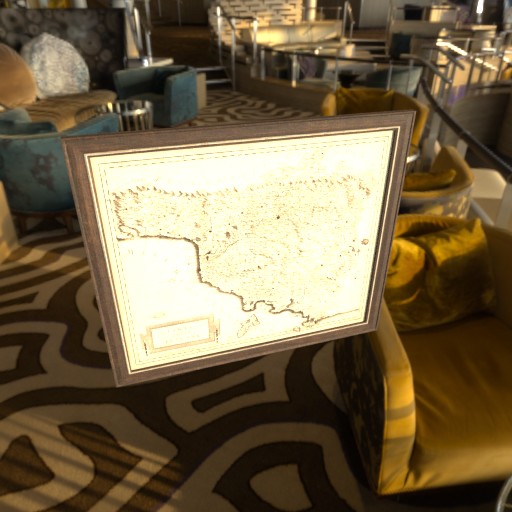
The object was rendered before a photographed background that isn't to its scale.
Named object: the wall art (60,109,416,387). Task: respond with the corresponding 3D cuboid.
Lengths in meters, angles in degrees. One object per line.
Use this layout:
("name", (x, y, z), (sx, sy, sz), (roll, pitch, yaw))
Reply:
("wall art", (0.000, 0.000, 1.473), (1.033, 0.875, 0.023), (-9, 32, -15))
